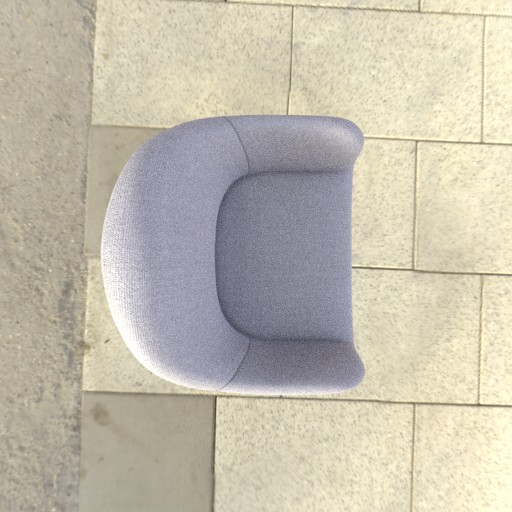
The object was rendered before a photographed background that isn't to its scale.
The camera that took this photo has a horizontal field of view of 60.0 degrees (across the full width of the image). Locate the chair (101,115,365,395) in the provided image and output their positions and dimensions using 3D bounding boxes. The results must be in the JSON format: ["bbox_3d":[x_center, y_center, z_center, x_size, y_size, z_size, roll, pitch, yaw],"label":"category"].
[{"bbox_3d":[0.000,0.000,1.147,0.550,0.795,0.590,0,89,-1],"label":"chair"}]
